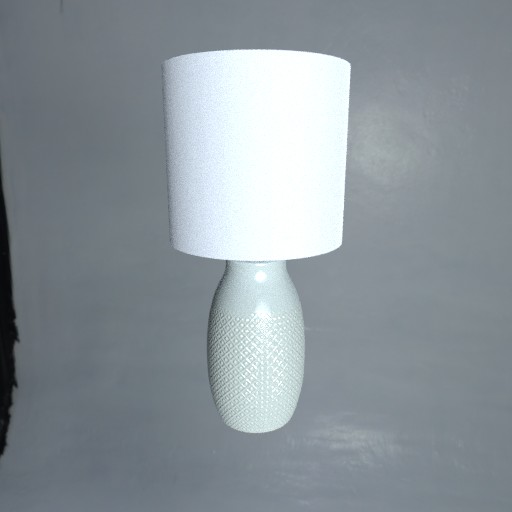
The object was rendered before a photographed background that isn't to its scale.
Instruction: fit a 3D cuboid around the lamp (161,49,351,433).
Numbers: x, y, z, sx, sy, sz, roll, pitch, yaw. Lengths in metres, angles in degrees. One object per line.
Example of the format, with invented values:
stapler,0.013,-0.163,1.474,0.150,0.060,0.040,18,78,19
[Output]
lamp,0.000,0.000,0.574,0.217,0.453,0.217,2,15,9
